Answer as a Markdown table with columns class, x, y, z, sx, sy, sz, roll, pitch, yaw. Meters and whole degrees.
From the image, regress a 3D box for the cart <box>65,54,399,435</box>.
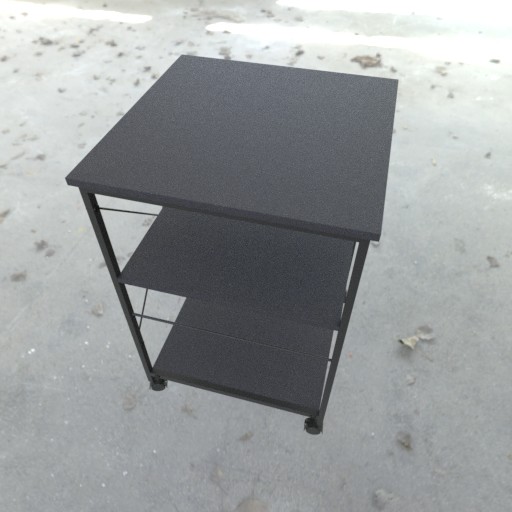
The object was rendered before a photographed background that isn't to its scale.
| class | x | y | z | sx | sy | sz | roll | pitch | yaw |
| --- | --- | --- | --- | --- | --- | --- | --- | --- | --- |
| cart | 0.000 | 0.000 | 1.141 | 0.520 | 0.762 | 0.521 | 11 | 47 | 10 |
